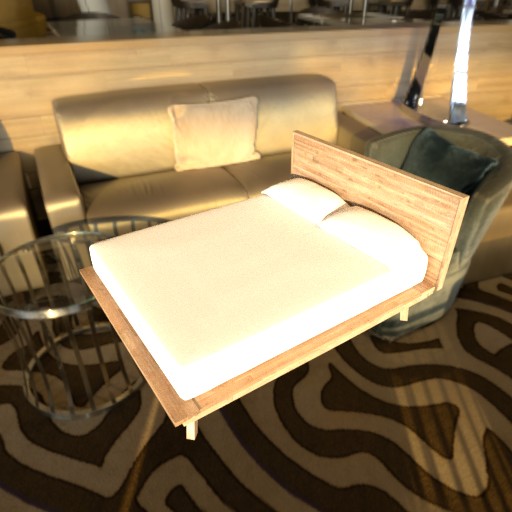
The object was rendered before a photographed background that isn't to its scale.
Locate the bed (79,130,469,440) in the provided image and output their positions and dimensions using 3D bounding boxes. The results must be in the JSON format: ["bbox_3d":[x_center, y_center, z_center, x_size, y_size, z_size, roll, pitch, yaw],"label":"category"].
[{"bbox_3d":[0.000,0.000,3.242,2.145,1.071,1.759,-20,37,-29],"label":"bed"}]
